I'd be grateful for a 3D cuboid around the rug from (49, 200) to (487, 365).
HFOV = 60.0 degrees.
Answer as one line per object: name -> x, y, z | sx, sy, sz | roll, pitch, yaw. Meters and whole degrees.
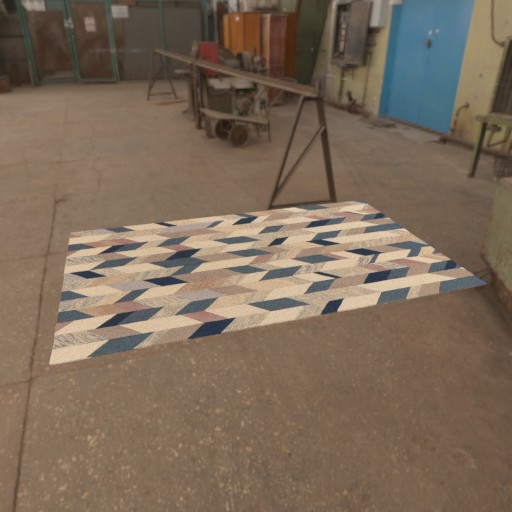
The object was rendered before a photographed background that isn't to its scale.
rug -> 0.000, 0.000, 2.963 | 2.423, 0.008, 1.513 | -8, 28, -15
